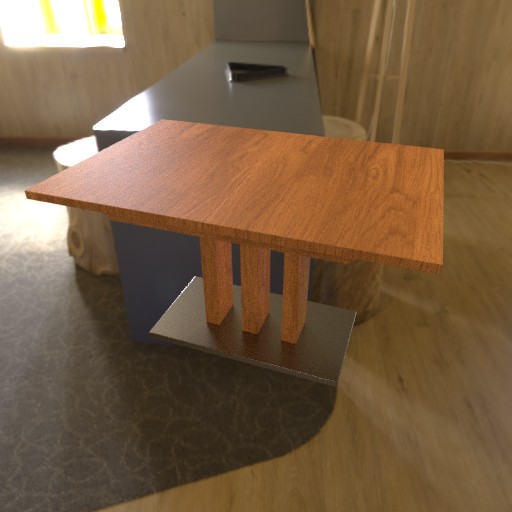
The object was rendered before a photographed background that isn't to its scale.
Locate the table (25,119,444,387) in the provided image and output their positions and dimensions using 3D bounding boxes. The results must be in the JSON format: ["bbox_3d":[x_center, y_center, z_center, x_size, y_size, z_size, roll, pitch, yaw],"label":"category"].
[{"bbox_3d":[0.000,0.000,1.839,1.300,0.770,0.900,11,34,17],"label":"table"}]
